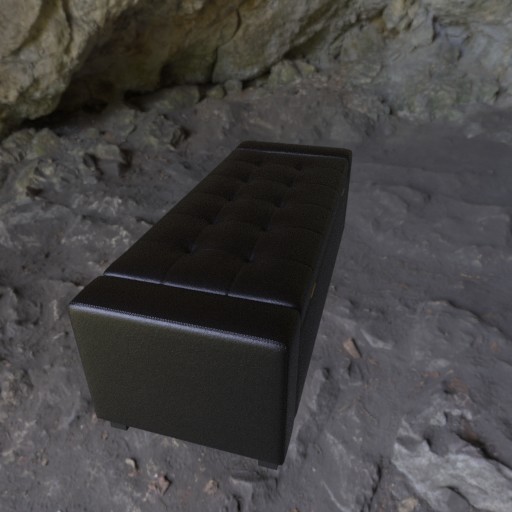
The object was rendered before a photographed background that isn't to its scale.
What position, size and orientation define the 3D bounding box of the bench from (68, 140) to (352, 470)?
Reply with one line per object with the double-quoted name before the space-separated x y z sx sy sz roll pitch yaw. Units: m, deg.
"bench" 0.000 0.000 1.543 0.508 0.445 1.296 8 32 14
